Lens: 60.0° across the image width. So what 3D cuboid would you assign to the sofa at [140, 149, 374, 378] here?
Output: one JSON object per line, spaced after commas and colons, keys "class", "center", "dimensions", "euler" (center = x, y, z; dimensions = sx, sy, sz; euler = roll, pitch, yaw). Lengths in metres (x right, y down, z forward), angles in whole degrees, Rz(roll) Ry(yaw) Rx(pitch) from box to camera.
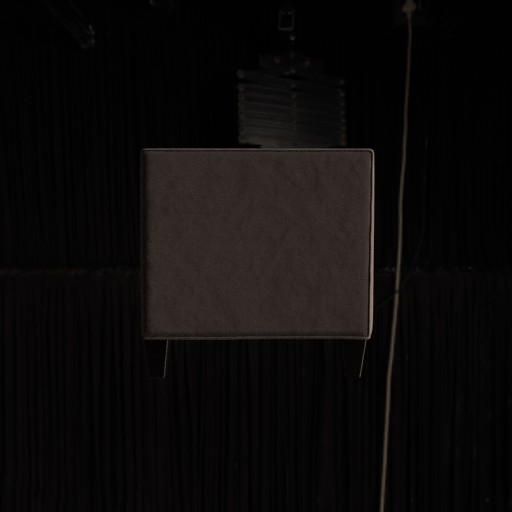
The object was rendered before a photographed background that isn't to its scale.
{"class": "sofa", "center": [0.000, 0.000, 2.525], "dimensions": [0.775, 0.762, 2.159], "euler": [0, 1, 0]}
